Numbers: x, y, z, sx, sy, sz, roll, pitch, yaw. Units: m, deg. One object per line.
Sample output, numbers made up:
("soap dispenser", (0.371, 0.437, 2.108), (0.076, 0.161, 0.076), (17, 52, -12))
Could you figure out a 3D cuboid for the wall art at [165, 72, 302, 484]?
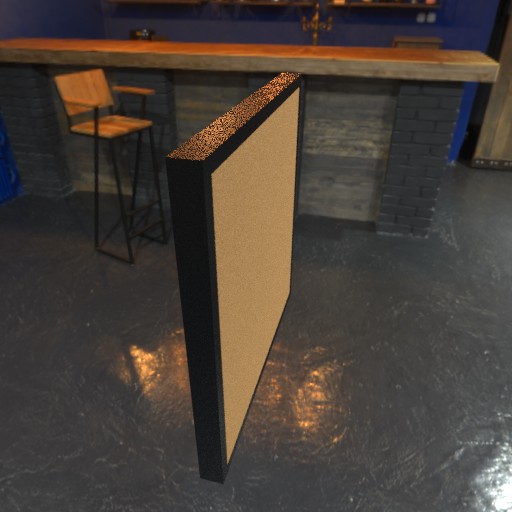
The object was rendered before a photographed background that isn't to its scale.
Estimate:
("wall art", (0.000, 0.000, 0.752), (0.038, 0.506, 0.506), (8, 32, 13))
